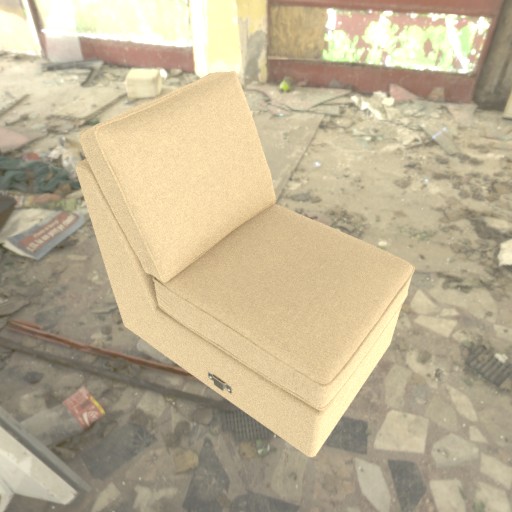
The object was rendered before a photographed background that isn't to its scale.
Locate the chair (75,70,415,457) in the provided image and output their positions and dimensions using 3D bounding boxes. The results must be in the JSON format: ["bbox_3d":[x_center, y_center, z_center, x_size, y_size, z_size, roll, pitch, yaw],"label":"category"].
[{"bbox_3d":[0.000,0.000,1.522,0.938,0.970,0.621,27,47,27],"label":"chair"}]
